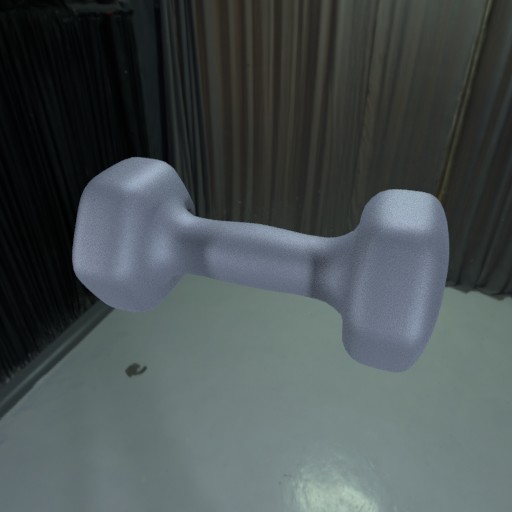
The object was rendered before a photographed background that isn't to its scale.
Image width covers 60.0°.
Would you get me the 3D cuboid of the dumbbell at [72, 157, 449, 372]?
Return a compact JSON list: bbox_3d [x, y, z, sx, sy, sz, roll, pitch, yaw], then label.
[{"bbox_3d":[0.000,0.000,0.305,0.240,0.105,0.116,10,33,16],"label":"dumbbell"}]
